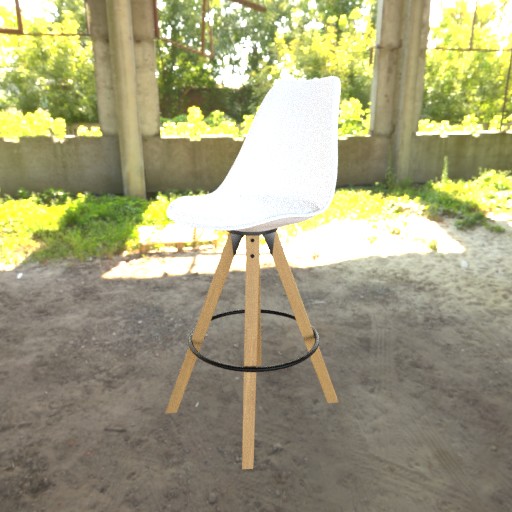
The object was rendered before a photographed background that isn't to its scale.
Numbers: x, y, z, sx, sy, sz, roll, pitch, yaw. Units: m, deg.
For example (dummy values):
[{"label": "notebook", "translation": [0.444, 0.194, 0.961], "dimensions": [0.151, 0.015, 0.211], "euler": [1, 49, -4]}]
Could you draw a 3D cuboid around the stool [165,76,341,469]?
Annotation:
[{"label": "stool", "translation": [0.000, 0.000, 1.444], "dimensions": [0.482, 1.115, 0.549], "euler": [15, 22, 41]}]
